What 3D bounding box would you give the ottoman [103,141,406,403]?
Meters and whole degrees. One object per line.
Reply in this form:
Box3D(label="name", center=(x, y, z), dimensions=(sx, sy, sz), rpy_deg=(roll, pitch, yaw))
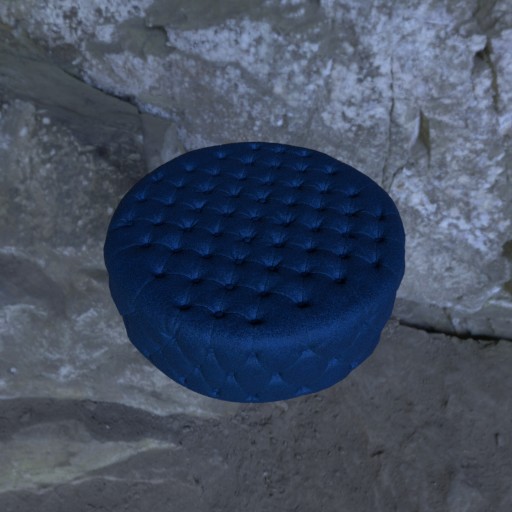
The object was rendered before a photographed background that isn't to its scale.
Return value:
Box3D(label="ottoman", center=(0.000, 0.000, 1.578), dimensions=(0.998, 0.398, 0.998), rpy_deg=(0, 46, 0))
